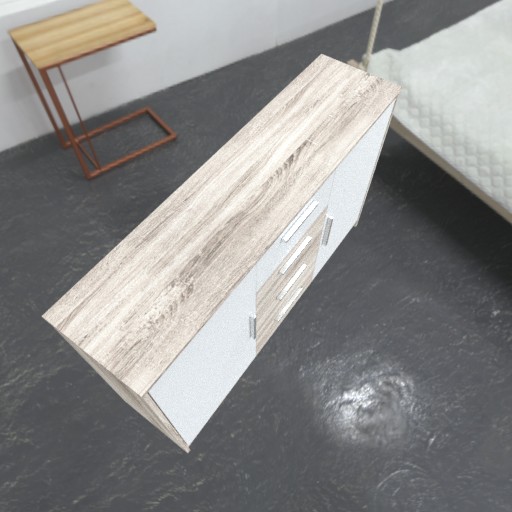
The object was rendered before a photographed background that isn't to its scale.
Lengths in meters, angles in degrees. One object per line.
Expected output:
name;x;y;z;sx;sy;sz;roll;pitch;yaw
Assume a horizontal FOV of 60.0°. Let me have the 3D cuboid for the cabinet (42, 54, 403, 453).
cabinet;0.000;0.000;1.829;0.380;0.900;1.450;31;63;18
